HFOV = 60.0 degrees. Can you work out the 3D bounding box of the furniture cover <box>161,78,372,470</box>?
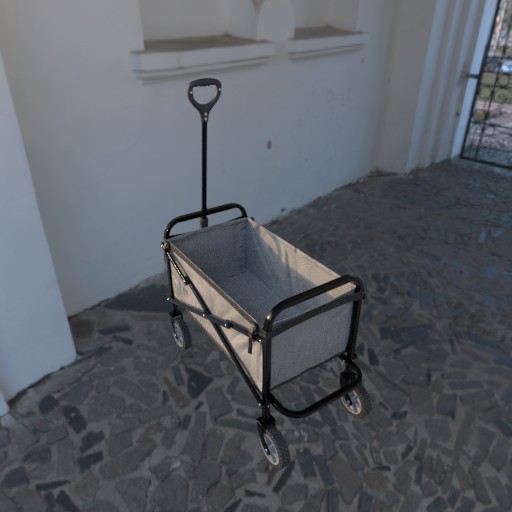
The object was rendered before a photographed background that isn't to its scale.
[{"bbox_3d":[0.000,0.000,1.834,0.532,1.295,1.038,-18,34,-29],"label":"furniture cover"}]
